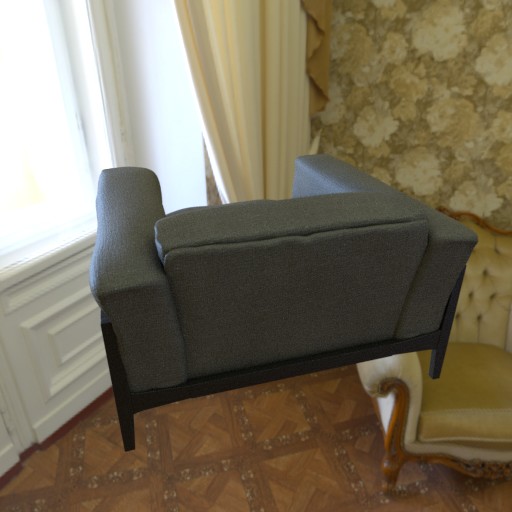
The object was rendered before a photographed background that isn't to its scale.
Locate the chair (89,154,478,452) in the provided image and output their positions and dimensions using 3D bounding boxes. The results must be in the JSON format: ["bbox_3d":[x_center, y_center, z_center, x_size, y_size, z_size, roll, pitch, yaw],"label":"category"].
[{"bbox_3d":[0.000,0.000,1.605,1.056,0.646,0.969,-8,28,-15],"label":"chair"}]
